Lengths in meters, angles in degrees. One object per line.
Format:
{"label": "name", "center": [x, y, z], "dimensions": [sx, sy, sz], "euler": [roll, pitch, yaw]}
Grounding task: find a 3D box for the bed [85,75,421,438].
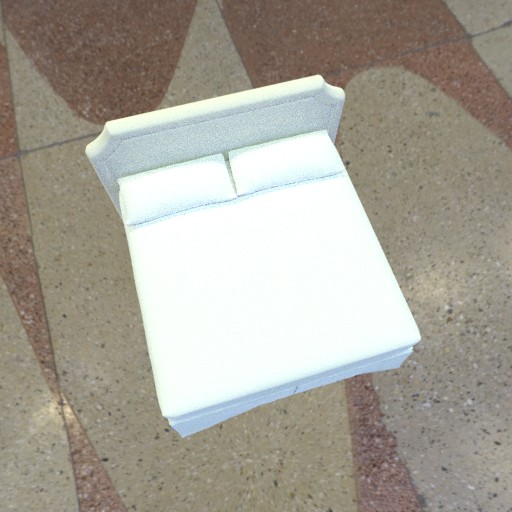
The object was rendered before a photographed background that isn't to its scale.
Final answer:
{"label": "bed", "center": [0.000, 0.000, 3.542], "dimensions": [2.160, 1.301, 2.204], "euler": [-15, 67, -7]}
